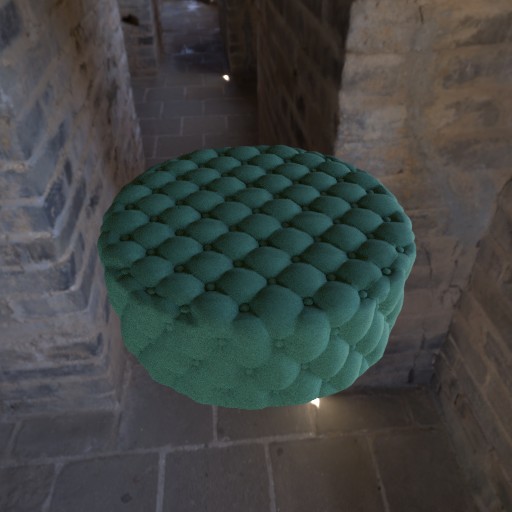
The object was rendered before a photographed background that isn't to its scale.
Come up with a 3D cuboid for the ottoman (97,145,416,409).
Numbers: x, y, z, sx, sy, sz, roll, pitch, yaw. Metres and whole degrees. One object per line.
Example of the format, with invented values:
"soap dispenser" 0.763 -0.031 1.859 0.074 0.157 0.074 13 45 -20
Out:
"ottoman" 0.000 0.000 1.515 0.998 0.399 0.998 0 40 0
